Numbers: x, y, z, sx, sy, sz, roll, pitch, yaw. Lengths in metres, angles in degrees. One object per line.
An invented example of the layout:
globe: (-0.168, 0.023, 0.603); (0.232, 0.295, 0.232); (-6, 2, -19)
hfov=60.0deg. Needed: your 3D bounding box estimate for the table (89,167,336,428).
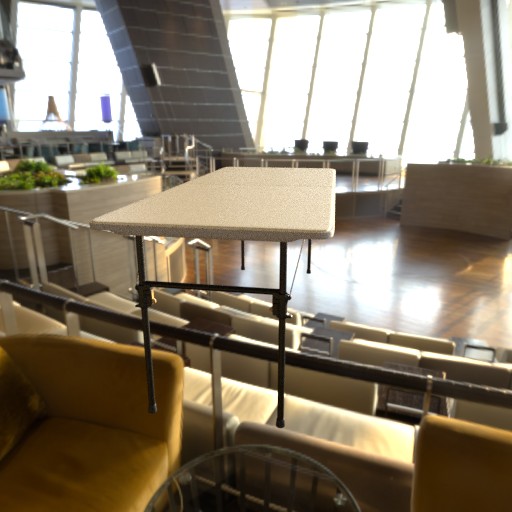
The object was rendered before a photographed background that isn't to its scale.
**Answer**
table: (0.000, 0.000, 2.261); (0.761, 0.719, 1.829); (3, 17, 9)
